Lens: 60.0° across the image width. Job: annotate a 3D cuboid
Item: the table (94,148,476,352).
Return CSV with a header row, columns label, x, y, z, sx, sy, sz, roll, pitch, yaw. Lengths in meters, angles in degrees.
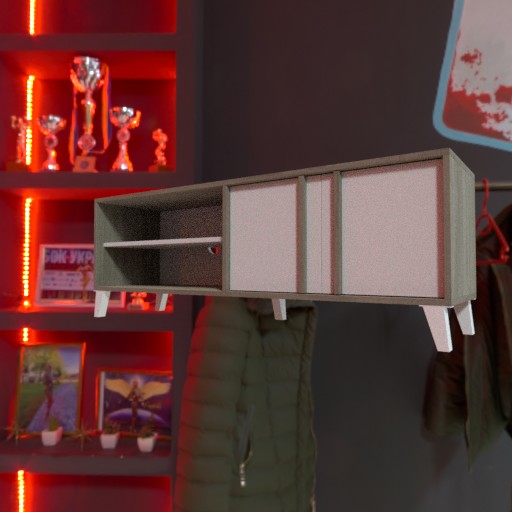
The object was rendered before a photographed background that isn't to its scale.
label,x,y,z,sx,sy,sz,roll,pitch,yaw
table,0.000,0.000,1.736,1.500,0.530,0.400,-1,-2,35
